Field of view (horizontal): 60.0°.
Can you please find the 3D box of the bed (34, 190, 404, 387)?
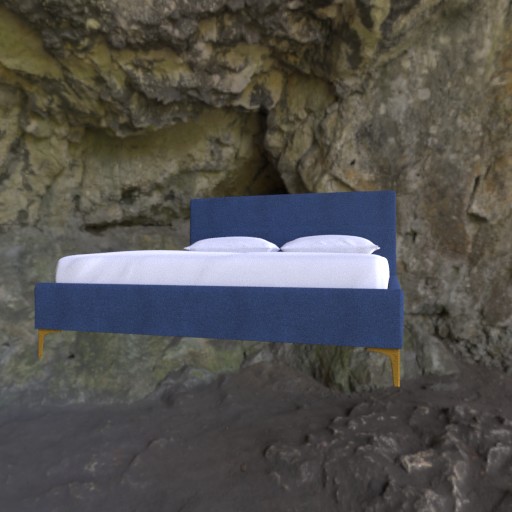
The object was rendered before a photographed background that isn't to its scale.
[{"bbox_3d":[0.000,0.000,3.400,2.096,1.231,2.232,0,0,17],"label":"bed"}]
